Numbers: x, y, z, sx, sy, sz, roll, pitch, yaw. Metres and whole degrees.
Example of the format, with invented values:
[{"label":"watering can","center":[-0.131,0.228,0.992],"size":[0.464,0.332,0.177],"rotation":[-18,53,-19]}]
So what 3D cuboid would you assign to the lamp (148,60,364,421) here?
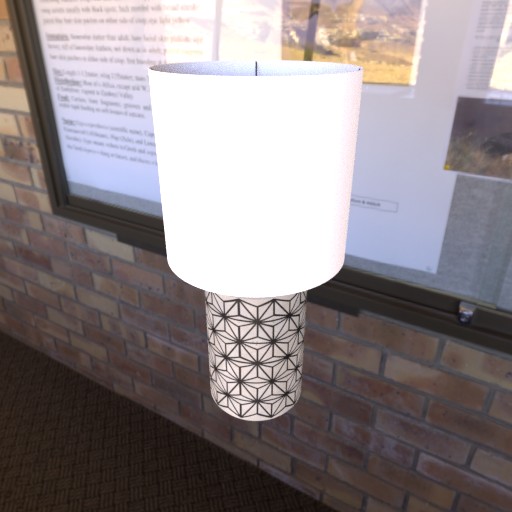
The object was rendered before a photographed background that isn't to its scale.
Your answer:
[{"label":"lamp","center":[0.000,0.000,0.528],"size":[0.206,0.416,0.206],"rotation":[0,27,0]}]
